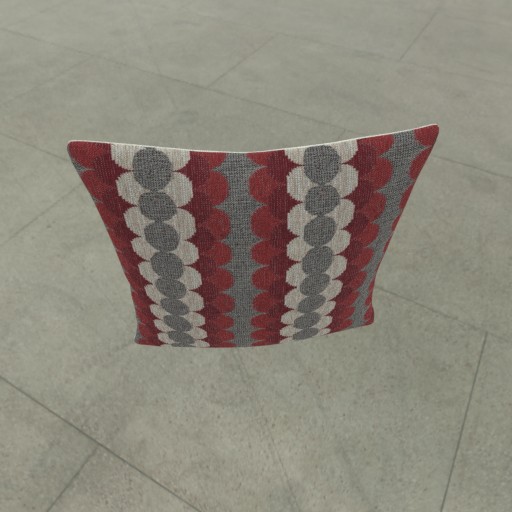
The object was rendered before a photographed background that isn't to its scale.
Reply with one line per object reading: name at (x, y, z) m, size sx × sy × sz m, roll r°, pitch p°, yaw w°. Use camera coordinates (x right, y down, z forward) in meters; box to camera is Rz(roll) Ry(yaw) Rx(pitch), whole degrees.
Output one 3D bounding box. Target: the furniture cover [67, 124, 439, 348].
furniture cover at (0.000, 0.000, 0.653) m, size 0.435 × 0.420 × 0.145 m, roll -4°, pitch 48°, yaw -4°
